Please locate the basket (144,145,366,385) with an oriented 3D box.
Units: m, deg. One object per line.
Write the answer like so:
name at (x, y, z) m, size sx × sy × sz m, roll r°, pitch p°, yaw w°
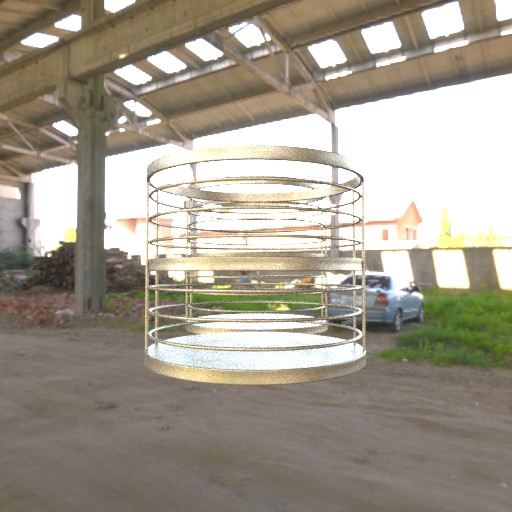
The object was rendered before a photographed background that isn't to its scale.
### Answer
basket at (0.000, 0.000, 0.933) m, size 0.356 × 0.351 × 0.746 m, roll 0°, pitch -2°, yaw 0°
